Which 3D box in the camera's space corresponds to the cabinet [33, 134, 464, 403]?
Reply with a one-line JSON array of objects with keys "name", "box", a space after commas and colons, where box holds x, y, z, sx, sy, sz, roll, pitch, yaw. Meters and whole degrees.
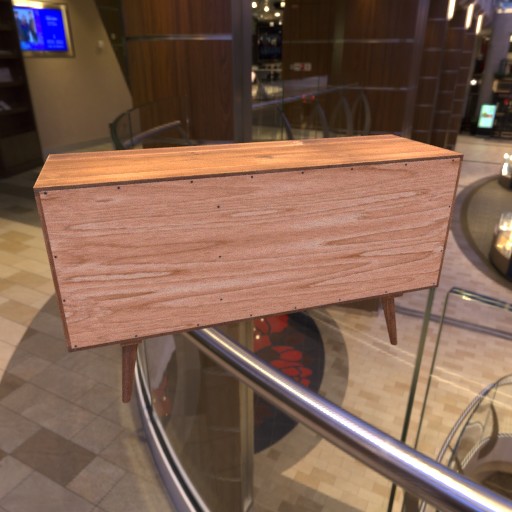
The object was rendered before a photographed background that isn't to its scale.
[{"name": "cabinet", "box": [0.000, 0.000, 1.745, 1.400, 0.800, 0.472, -8, 26, -16]}]
